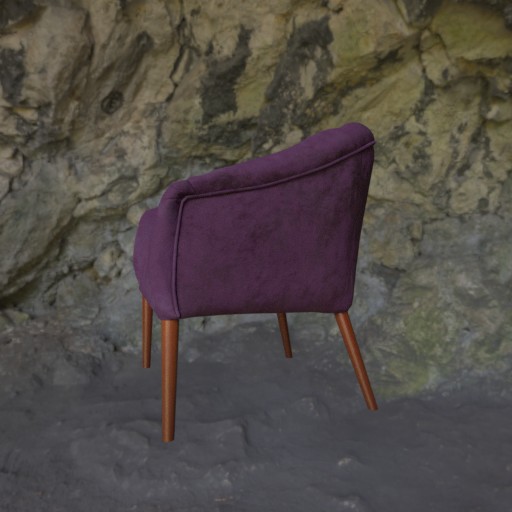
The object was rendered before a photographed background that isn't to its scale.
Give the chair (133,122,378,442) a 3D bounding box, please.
[{"bbox_3d":[0.000,0.000,1.512,0.776,0.885,0.851,0,1,-18],"label":"chair"}]
